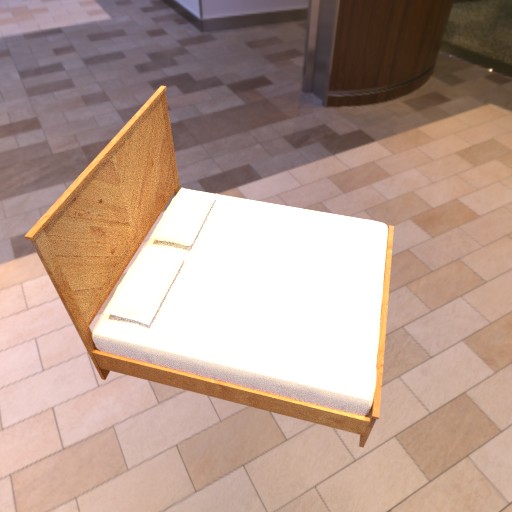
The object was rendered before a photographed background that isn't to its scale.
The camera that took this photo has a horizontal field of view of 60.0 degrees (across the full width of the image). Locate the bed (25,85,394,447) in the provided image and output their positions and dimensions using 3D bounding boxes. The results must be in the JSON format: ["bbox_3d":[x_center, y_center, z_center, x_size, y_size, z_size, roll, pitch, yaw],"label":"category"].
[{"bbox_3d":[0.000,0.000,4.109,2.530,1.938,2.225,11,47,10],"label":"bed"}]
